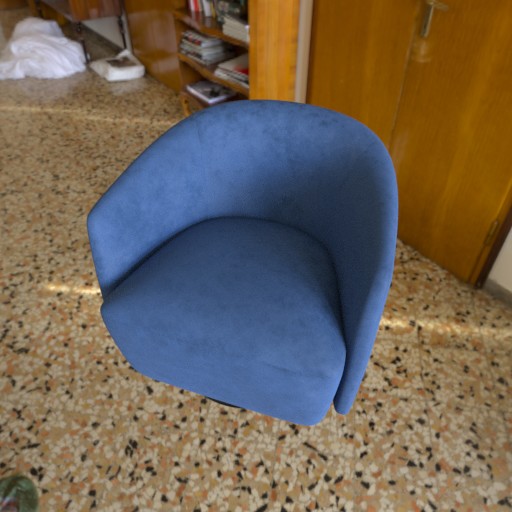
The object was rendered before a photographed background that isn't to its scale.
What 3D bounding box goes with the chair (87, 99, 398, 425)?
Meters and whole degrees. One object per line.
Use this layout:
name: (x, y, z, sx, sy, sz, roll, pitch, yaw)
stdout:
chair: (0.000, 0.000, 1.359, 0.773, 0.698, 0.767, 13, 43, 14)
